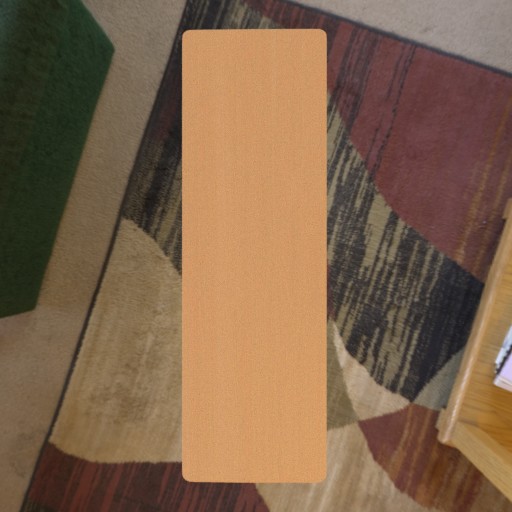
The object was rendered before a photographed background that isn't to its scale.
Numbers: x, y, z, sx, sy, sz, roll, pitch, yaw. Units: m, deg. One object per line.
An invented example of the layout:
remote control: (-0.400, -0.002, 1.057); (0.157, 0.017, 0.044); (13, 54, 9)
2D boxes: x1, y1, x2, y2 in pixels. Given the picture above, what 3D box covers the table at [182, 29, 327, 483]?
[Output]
table: (0.000, 0.000, 1.740); (0.446, 0.750, 1.397); (0, 90, 1)
